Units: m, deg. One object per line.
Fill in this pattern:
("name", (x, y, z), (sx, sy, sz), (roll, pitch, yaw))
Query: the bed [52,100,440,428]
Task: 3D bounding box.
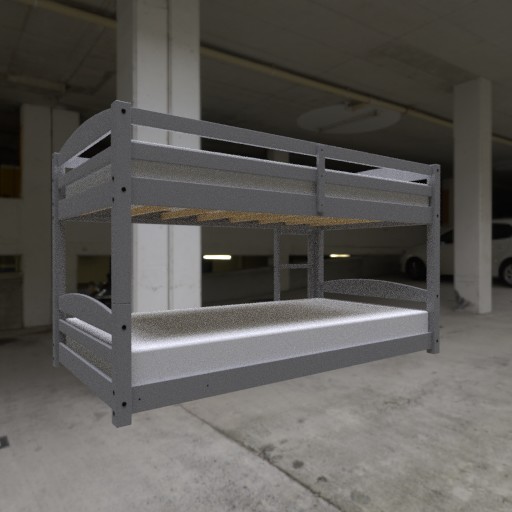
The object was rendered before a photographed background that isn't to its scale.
("bed", (0.000, 0.000, 2.602), (2.013, 1.206, 1.105), (0, 1, -36))
